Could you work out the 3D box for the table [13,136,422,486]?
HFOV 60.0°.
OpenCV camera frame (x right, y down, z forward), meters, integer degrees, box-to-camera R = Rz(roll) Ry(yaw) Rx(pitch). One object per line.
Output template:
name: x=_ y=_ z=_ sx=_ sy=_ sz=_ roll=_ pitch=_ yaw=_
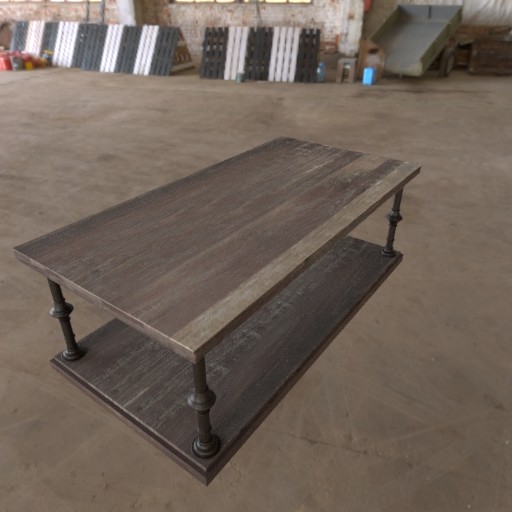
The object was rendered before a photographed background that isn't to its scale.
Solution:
table: x=0.000 y=0.000 z=1.323 sx=0.554 sy=0.373 sz=1.088 roll=21 pitch=37 yaw=31
